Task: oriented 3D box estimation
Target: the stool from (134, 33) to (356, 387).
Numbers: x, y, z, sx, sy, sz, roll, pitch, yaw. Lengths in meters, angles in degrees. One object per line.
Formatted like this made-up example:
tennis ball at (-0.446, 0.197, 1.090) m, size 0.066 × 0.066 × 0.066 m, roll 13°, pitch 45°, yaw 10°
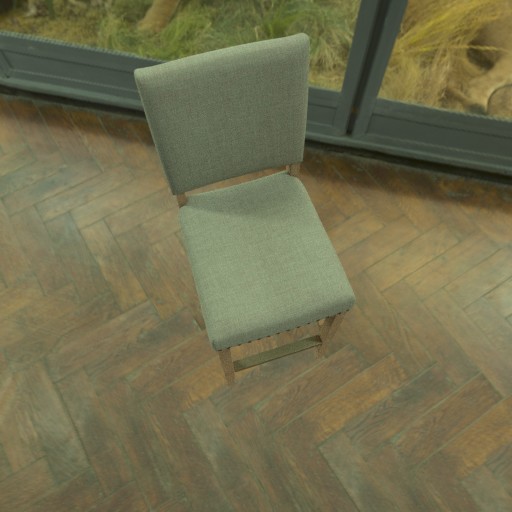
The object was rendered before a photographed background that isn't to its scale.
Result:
stool at (0.000, 0.000, 1.491) m, size 0.445 × 1.203 × 0.585 m, roll -16°, pitch 65°, yaw -8°
